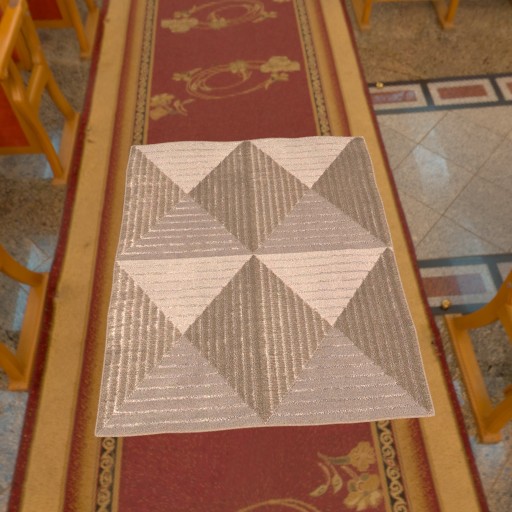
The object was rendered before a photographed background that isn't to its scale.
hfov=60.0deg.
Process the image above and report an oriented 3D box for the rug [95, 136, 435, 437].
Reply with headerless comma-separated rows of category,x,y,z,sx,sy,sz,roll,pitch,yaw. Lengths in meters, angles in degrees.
rug,0.000,0.000,0.870,0.551,0.008,0.642,-3,58,-2
